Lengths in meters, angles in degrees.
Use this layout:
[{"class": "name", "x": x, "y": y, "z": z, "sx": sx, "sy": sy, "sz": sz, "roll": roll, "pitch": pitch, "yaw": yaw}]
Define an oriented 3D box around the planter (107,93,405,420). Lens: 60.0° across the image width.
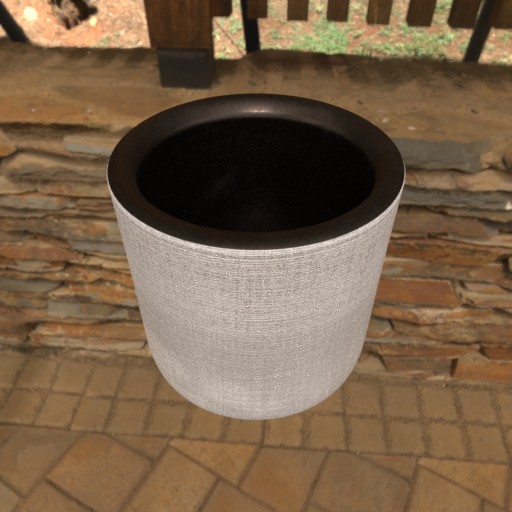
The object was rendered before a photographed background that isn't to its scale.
[{"class": "planter", "x": 0.000, "y": 0.000, "z": 0.291, "sx": 0.160, "sy": 0.156, "sz": 0.160, "roll": 0, "pitch": 43, "yaw": 0}]
